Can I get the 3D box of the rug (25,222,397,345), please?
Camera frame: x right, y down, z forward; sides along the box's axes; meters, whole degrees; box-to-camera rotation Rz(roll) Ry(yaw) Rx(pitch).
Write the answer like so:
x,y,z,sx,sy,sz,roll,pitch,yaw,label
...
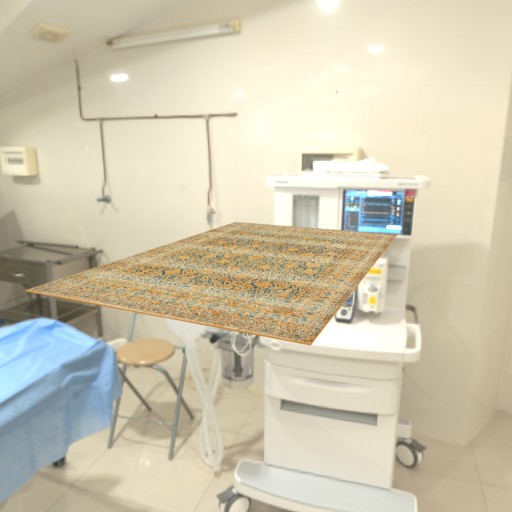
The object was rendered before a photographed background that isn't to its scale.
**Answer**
x,y,z,sx,sy,sz,roll,pitch,yaw,label
0.000,0.000,2.984,1.525,0.007,2.336,6,15,24,rug
